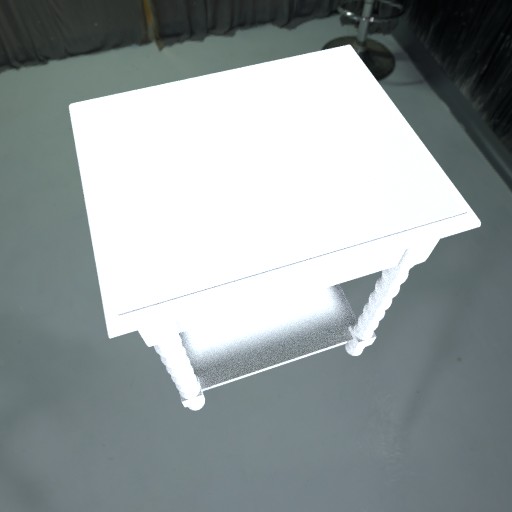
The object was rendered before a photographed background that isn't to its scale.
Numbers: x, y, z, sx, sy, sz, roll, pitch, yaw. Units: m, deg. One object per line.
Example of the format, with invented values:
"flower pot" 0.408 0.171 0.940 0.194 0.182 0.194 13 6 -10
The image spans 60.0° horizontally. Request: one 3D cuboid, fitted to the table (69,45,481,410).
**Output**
"table" 0.000 0.000 0.817 0.460 0.531 0.381 -16 60 -10
